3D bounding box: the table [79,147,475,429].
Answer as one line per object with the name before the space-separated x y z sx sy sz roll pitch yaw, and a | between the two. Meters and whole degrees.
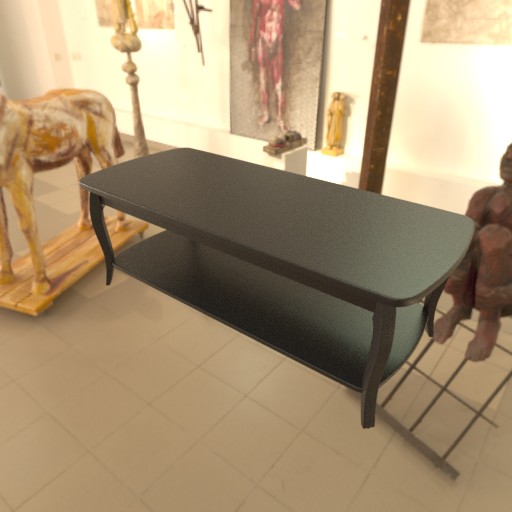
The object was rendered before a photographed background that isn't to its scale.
table | 0.000 0.000 1.607 1.333 0.457 0.571 21 36 32
